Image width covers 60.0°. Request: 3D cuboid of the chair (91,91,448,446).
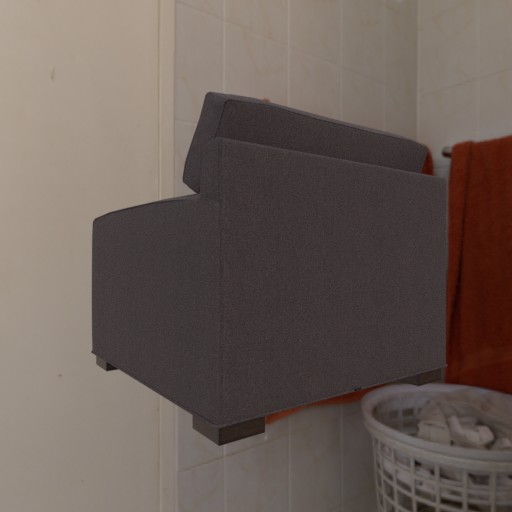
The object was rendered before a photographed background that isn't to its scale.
[{"bbox_3d":[0.000,0.000,1.757,0.997,0.913,1.043,0,0,-36],"label":"chair"}]
